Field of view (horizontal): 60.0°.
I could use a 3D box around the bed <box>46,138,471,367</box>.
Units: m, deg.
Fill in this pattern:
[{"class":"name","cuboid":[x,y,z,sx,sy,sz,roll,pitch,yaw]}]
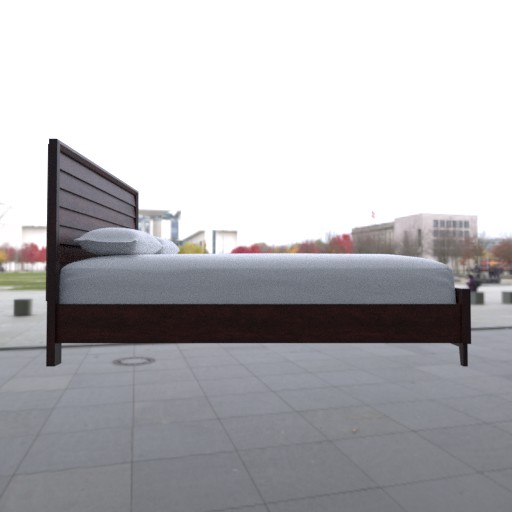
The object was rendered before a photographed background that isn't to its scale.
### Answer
[{"class":"bed","cuboid":[0.000,0.000,3.909,2.803,1.492,2.040,0,-1,0]}]
